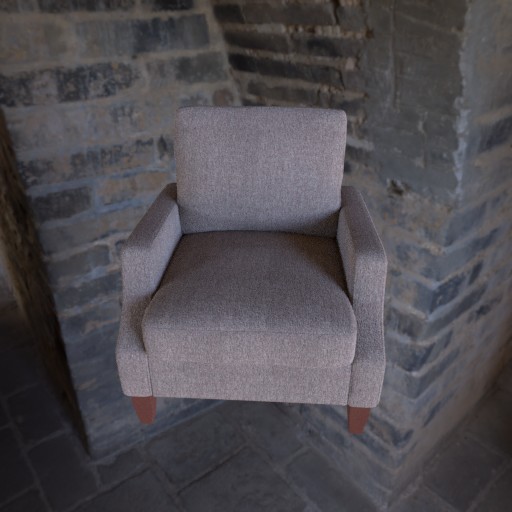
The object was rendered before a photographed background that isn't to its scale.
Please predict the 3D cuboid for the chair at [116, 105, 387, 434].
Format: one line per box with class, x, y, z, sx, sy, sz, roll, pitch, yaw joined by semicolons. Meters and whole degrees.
chair;0.000;0.000;1.665;0.855;0.993;0.897;2;29;3
